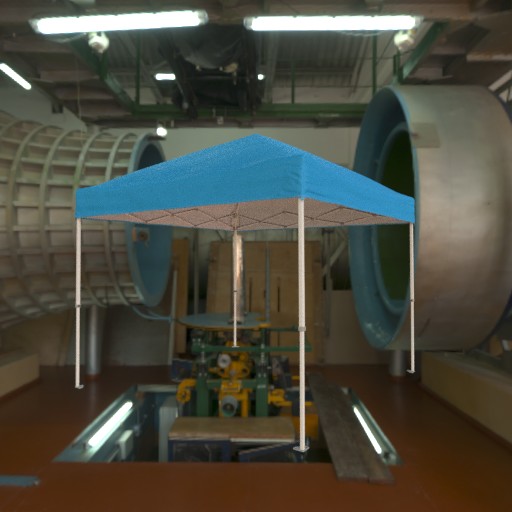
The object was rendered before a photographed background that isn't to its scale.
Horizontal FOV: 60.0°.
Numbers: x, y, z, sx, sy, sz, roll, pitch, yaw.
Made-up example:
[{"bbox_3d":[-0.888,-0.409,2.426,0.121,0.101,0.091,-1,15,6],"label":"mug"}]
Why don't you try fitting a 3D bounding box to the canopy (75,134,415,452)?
[{"bbox_3d":[0.000,0.000,5.420,2.996,2.997,2.998,0,-1,35],"label":"canopy"}]
